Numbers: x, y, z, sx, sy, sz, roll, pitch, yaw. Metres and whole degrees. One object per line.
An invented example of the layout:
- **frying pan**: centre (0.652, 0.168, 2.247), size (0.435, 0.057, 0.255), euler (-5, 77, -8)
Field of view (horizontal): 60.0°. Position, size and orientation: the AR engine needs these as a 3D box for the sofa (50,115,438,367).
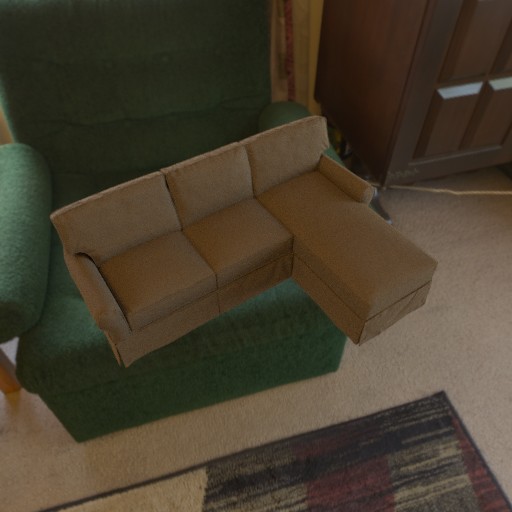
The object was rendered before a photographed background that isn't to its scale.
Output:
- **sofa**: centre (0.000, 0.000, 3.386), size (2.475, 0.978, 1.733), euler (-26, 52, -22)
